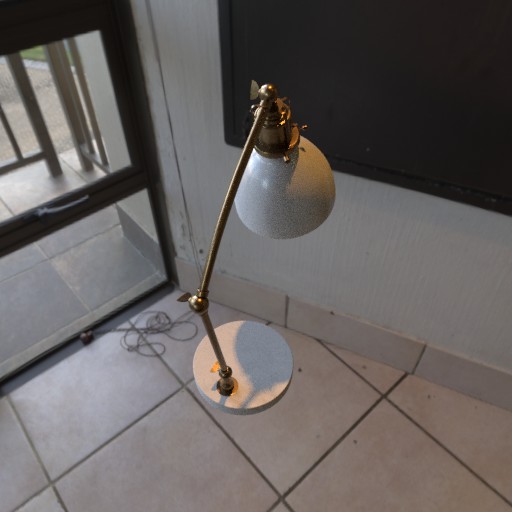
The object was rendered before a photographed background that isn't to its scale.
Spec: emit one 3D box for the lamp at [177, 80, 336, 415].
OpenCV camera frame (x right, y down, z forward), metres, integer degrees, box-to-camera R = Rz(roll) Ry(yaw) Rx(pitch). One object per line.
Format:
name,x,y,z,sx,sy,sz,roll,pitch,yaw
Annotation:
lamp,0.000,0.000,0.683,0.186,0.522,0.317,22,49,21
